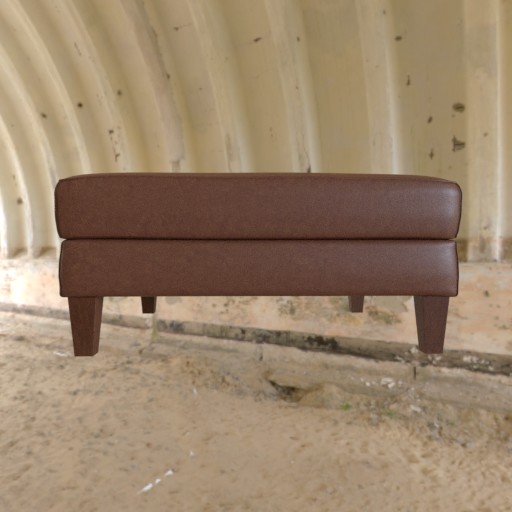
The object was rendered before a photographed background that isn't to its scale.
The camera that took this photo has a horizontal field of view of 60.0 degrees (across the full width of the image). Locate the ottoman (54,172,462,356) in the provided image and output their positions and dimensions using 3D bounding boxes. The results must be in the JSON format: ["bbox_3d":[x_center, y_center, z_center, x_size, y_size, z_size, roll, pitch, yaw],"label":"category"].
[{"bbox_3d":[0.000,0.000,1.447,0.987,0.472,0.836,0,1,-2],"label":"ottoman"}]
